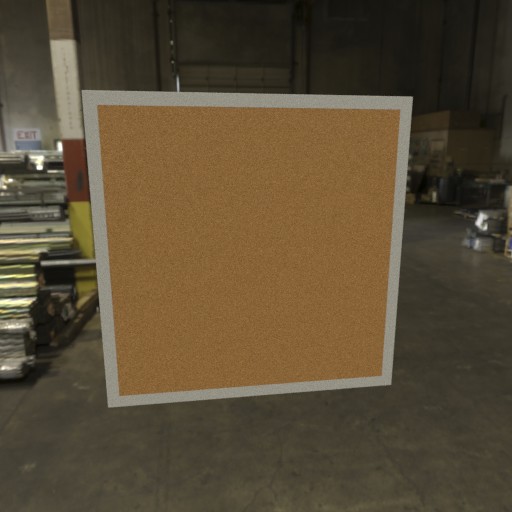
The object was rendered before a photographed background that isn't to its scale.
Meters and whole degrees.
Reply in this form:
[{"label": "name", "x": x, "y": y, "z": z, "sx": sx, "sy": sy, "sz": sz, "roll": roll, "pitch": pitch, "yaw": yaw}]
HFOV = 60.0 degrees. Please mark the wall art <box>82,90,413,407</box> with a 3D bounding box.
[{"label": "wall art", "x": 0.000, "y": 0.000, "z": 1.175, "sx": 0.812, "sy": 0.813, "sz": 0.013, "roll": -2, "pitch": 13, "yaw": -8}]
